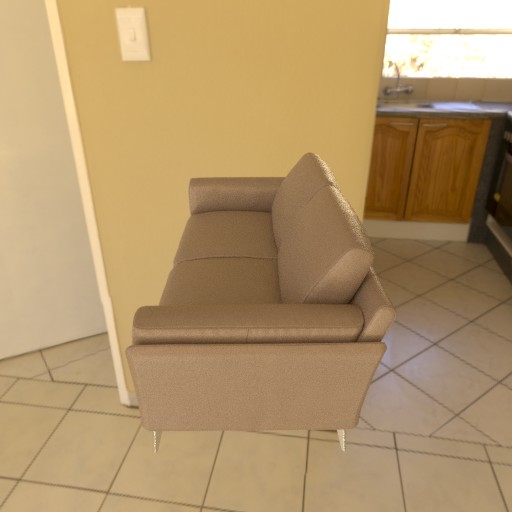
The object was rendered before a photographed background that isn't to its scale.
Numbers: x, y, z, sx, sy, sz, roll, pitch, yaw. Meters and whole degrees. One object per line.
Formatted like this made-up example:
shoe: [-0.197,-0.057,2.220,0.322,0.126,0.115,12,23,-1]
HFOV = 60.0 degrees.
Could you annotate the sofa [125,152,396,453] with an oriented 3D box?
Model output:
sofa: [0.000,0.000,2.674,1.049,0.930,2.101,0,27,-1]
